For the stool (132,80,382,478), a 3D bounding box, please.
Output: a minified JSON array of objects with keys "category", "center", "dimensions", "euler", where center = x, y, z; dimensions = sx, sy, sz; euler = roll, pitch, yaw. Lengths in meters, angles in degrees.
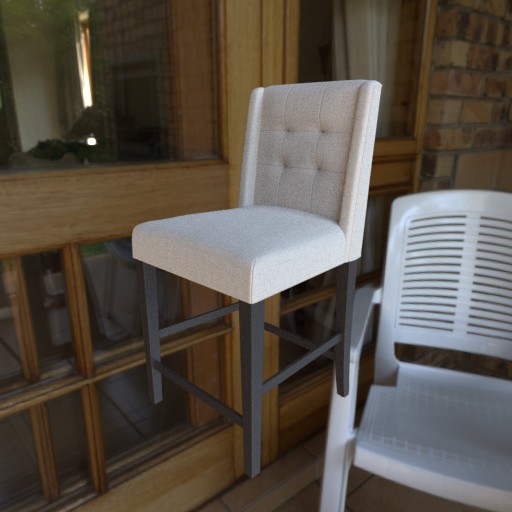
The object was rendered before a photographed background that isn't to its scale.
[{"category":"stool","center":[0.000,0.000,1.253],"dimensions":[0.474,0.939,0.509],"euler":[16,23,42]}]
